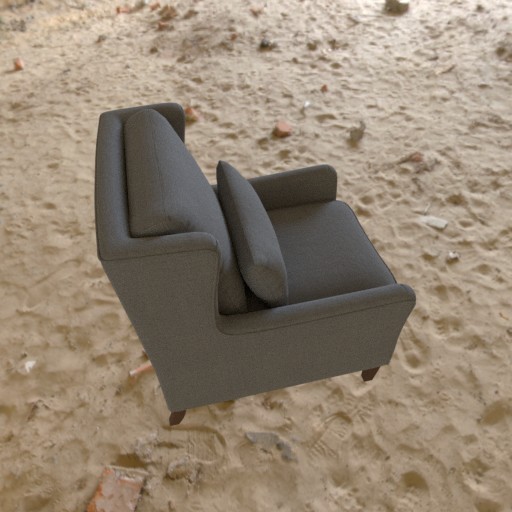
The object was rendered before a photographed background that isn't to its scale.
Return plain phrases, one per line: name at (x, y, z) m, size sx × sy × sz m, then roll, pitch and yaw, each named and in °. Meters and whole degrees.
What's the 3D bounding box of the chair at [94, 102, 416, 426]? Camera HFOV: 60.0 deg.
chair at (0.000, 0.000, 1.818) m, size 1.040 × 1.056 × 0.866 m, roll -10°, pitch 46°, yaw -10°
